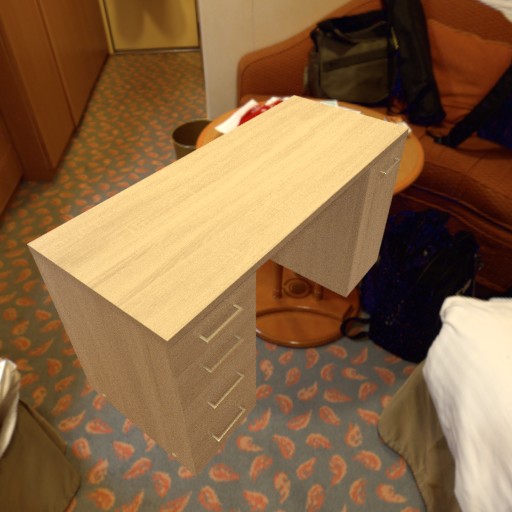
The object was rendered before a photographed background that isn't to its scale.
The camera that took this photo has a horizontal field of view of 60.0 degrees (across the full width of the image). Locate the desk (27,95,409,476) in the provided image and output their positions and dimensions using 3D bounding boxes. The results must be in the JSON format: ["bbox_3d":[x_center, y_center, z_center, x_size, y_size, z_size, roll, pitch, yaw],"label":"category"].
[{"bbox_3d":[0.000,0.000,1.795,0.600,0.740,1.390,27,48,27],"label":"desk"}]
